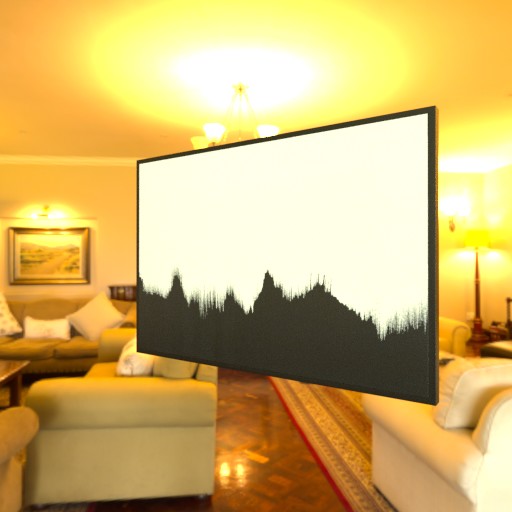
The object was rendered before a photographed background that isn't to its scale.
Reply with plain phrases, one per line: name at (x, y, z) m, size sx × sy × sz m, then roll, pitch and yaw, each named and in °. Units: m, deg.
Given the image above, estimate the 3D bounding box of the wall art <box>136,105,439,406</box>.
wall art at (0.000, 0.000, 0.851) m, size 0.659 × 0.446 × 0.022 m, roll 0°, pitch 0°, yaw 34°
